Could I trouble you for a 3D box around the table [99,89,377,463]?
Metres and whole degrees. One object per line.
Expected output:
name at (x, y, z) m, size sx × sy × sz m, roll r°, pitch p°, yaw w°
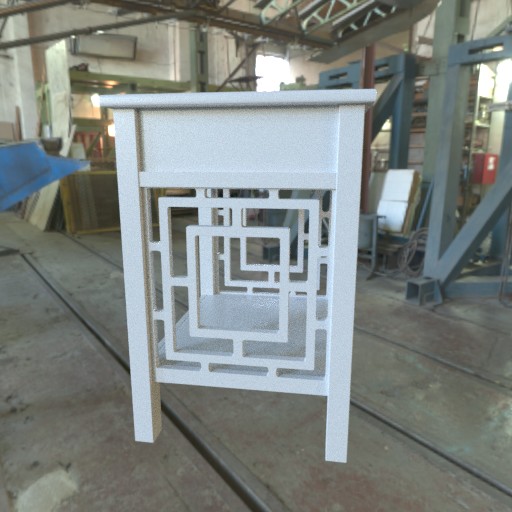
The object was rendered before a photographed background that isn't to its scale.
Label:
table at (0.000, 0.000, 1.028) m, size 0.451 × 0.646 × 0.564 m, roll 2°, pitch 13°, yaw 9°
